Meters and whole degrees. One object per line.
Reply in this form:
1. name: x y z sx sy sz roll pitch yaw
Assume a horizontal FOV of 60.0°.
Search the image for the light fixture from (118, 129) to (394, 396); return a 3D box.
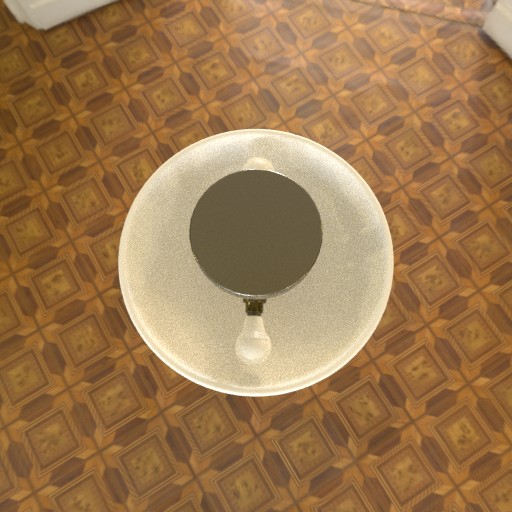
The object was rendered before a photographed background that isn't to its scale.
1. light fixture: 0.000 0.000 0.548 0.330 0.214 0.330 0 76 0
